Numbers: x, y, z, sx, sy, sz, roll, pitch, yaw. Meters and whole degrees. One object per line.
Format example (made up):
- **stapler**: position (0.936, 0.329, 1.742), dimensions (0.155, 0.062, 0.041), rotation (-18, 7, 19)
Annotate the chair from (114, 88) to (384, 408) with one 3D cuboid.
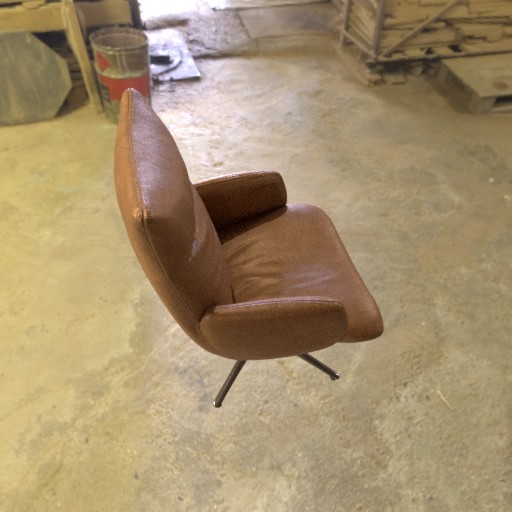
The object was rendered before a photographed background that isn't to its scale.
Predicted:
- **chair**: position (0.000, 0.000, 1.554), dimensions (0.794, 1.027, 0.711), rotation (-10, 47, -10)
